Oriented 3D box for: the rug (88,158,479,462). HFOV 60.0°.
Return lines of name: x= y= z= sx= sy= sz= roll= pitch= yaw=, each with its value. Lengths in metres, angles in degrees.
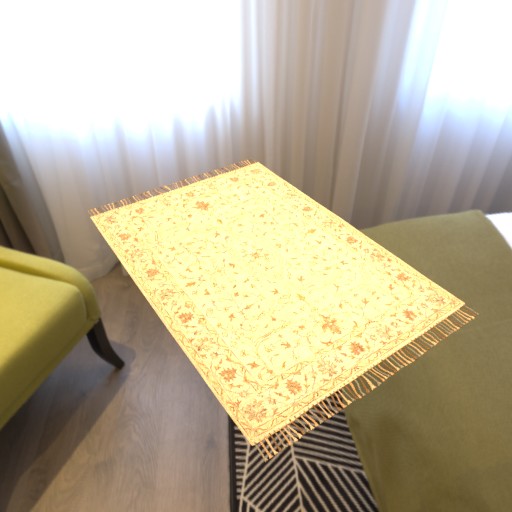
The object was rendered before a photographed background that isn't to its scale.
rug: x=0.000 y=0.000 z=2.351 sx=1.218 sy=0.017 sz=1.861 roll=-24 pitch=45 yaw=-26
